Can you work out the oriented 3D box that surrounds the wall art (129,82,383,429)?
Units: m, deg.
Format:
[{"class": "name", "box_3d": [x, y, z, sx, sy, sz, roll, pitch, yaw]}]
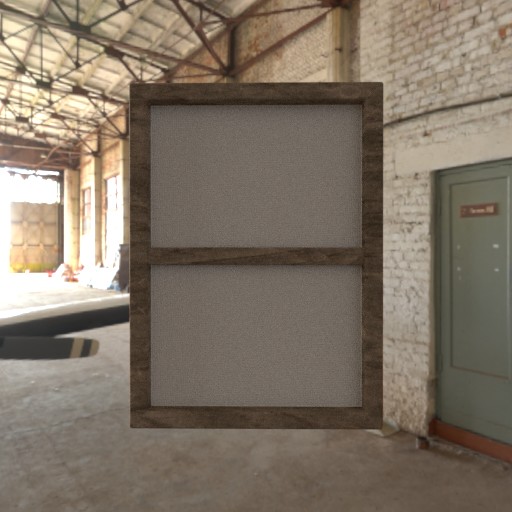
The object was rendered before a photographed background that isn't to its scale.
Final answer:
[{"class": "wall art", "box_3d": [0.000, 0.000, 0.788, 0.443, 0.605, 0.035, 0, 0, 1]}]
